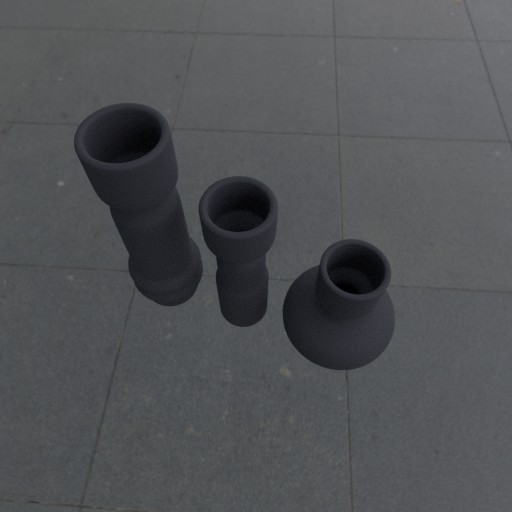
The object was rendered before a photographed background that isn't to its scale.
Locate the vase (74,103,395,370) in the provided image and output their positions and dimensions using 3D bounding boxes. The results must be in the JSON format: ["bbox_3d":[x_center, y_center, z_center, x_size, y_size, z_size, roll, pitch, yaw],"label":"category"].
[{"bbox_3d":[0.000,0.000,0.434,0.307,0.249,0.120,16,60,10],"label":"vase"}]
